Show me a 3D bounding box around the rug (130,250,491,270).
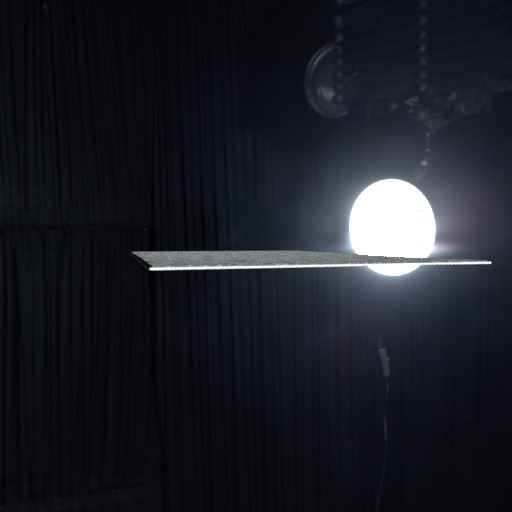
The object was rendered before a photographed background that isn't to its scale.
[{"bbox_3d":[0.000,0.000,3.443,1.819,0.018,2.746,-1,2,-18],"label":"rug"}]
